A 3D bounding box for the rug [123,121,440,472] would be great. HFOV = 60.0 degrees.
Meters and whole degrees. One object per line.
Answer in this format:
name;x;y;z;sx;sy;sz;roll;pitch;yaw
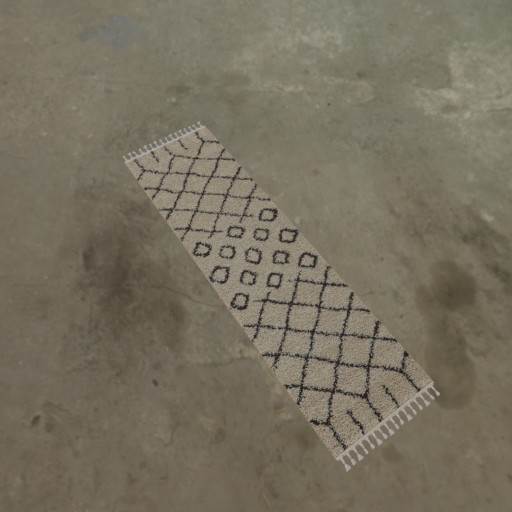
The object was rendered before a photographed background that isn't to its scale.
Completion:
rug;0.000;0.000;2.720;0.660;0.005;2.464;-30;63;-17
